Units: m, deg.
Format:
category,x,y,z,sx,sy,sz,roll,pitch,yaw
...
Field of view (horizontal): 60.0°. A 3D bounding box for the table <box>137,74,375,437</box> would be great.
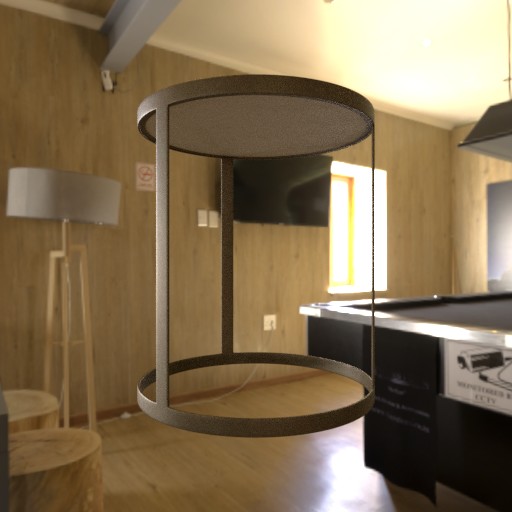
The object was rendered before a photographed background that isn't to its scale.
category,x,y,z,sx,sy,sz,roll,pitch,yaw
table,0.000,0.000,0.929,0.480,0.565,0.480,0,0,0
